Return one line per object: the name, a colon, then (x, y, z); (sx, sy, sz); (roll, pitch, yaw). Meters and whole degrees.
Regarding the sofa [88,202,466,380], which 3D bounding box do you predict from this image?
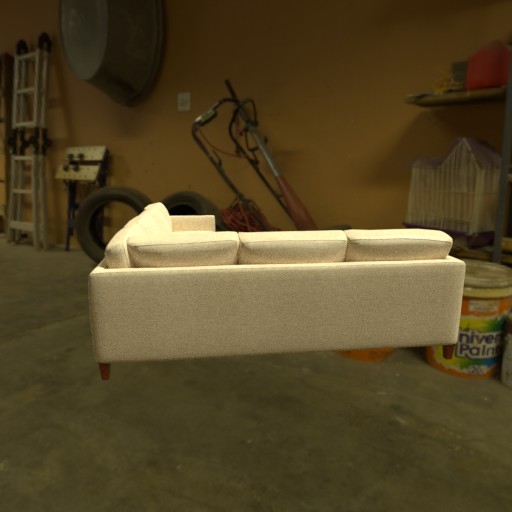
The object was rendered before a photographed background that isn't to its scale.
sofa: (0.000, 0.000, 4.557); (2.593, 0.947, 3.302); (-2, 12, -7)
